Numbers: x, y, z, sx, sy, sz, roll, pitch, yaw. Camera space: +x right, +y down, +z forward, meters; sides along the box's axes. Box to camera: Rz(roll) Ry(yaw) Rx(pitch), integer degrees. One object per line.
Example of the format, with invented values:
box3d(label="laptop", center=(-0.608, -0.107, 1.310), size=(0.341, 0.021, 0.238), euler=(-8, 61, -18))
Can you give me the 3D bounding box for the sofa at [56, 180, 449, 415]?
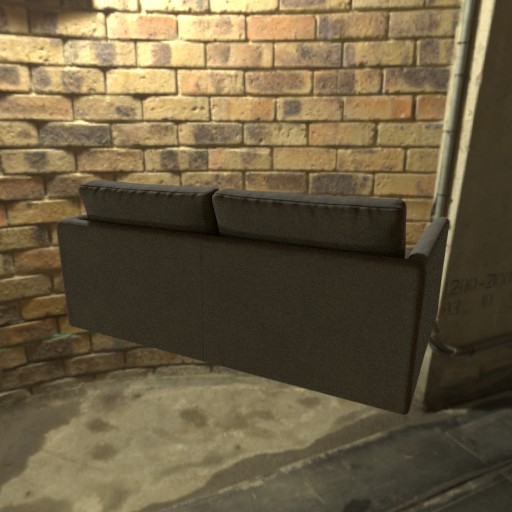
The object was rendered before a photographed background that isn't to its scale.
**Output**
box3d(label="sofa", center=(0.000, 0.000, 2.502), size=(1.909, 0.845, 1.091), euler=(8, 17, 26))
